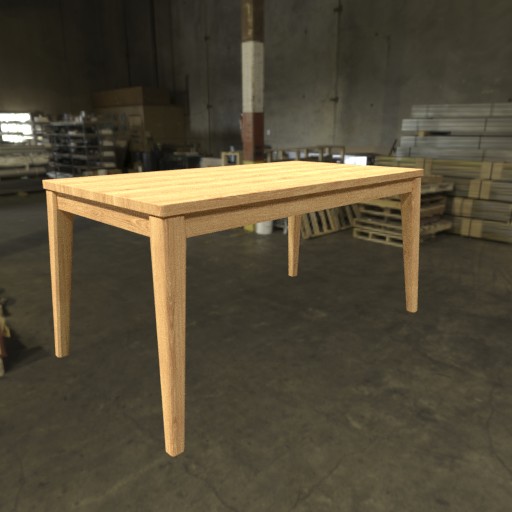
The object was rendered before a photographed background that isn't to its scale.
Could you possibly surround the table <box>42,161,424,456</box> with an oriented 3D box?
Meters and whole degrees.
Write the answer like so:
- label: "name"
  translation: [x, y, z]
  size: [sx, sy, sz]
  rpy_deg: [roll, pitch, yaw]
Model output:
- label: "table"
  translation: [0.000, 0.000, 2.080]
  size: [1.600, 0.760, 0.900]
  rpy_deg: [-15, 22, -43]
